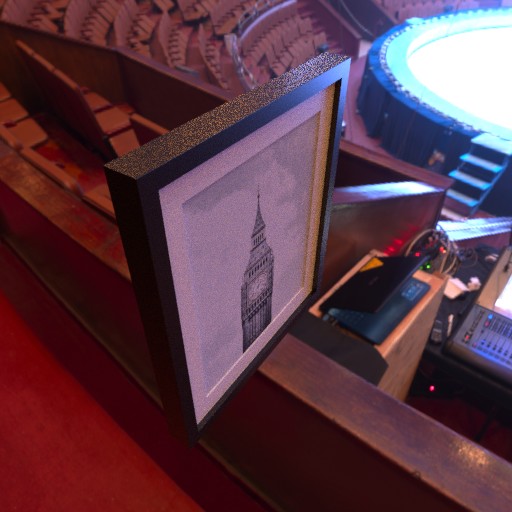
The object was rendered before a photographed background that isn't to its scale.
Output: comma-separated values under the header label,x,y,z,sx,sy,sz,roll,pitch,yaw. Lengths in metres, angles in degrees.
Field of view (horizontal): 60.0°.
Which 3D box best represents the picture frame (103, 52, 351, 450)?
label,x,y,z,sx,sy,sz,roll,pitch,yaw
picture frame,0.000,0.000,0.528,0.034,0.378,0.328,24,46,26
